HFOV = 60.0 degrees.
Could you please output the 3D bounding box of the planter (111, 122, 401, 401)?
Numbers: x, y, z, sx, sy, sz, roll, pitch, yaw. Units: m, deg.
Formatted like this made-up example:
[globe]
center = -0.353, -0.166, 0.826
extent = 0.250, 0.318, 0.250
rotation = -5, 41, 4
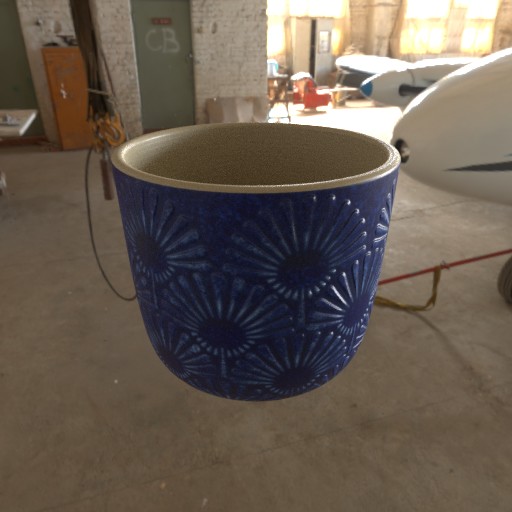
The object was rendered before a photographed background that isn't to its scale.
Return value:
[planter]
center = 0.000, 0.000, 0.221
extent = 0.124, 0.109, 0.124
rotation = 0, 26, 0
